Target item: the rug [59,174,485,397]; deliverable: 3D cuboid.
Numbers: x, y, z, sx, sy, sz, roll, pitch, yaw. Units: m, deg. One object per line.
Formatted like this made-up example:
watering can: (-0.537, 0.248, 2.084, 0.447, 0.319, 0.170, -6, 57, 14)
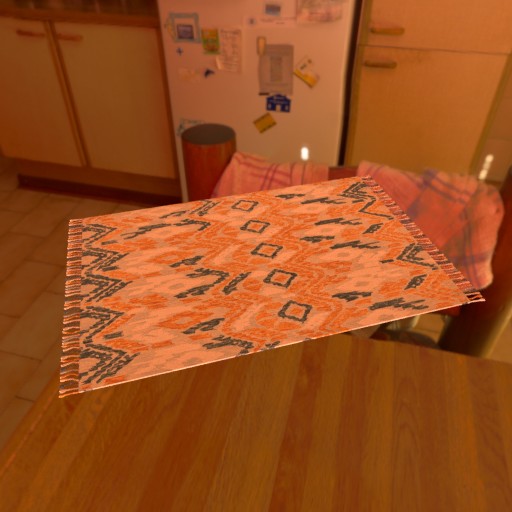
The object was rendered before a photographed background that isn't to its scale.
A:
rug: (0.000, 0.000, 2.959, 2.428, 0.010, 1.533, -10, 42, -12)
